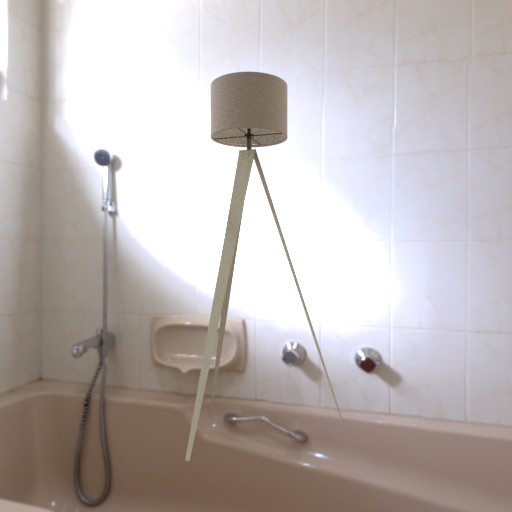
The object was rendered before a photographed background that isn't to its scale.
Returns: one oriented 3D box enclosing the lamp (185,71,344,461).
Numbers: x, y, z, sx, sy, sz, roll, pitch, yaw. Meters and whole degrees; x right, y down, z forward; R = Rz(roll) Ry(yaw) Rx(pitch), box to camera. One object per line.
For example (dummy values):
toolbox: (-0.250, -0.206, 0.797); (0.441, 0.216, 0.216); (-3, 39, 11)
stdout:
lamp: (0.000, 0.000, 1.940); (0.724, 1.524, 0.716); (0, 0, 18)
